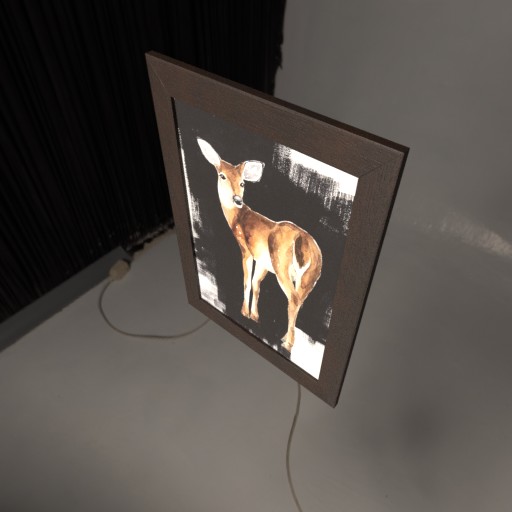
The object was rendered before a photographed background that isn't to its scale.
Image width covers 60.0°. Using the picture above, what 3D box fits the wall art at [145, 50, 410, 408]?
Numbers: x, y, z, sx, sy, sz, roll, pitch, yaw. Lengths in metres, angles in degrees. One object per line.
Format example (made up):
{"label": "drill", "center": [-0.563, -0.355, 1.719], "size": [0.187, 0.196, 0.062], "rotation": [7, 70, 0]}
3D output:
{"label": "wall art", "center": [0.000, 0.000, 0.665], "size": [0.359, 0.508, 0.013], "rotation": [31, 53, 27]}
